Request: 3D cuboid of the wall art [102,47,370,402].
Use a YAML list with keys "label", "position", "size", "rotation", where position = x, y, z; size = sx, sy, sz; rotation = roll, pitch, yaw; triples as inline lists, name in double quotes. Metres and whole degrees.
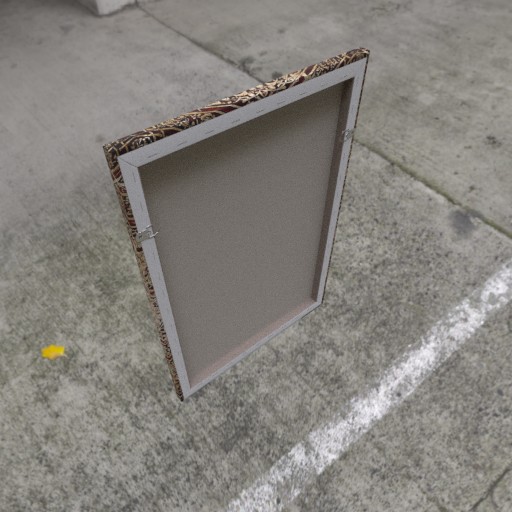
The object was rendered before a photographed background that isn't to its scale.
- label: "wall art"
  position: [0.000, 0.000, 1.154]
  size: [0.599, 0.904, 0.030]
  rotation: [-30, 54, -25]
